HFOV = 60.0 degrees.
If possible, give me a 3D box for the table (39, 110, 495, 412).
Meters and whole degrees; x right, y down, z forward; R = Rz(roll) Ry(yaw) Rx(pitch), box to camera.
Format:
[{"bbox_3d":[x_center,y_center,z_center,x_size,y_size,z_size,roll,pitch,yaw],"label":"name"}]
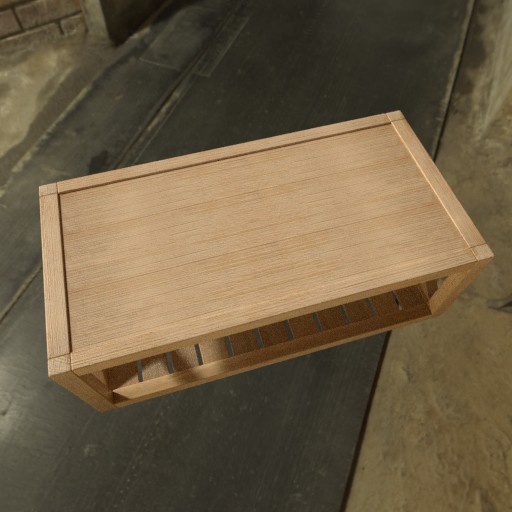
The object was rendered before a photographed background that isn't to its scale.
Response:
[{"bbox_3d":[0.000,0.000,1.596,1.321,0.457,0.660,-14,60,-8],"label":"table"}]
